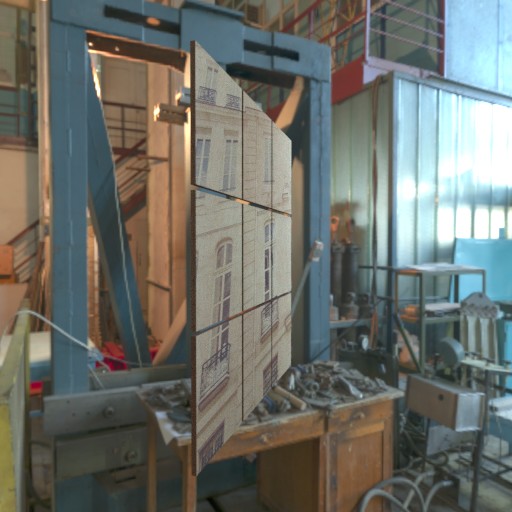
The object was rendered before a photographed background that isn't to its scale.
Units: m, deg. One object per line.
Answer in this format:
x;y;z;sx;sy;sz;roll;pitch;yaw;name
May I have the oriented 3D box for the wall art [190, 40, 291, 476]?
0.000;0.000;1.824;0.024;1.218;1.221;0;1;17;wall art
